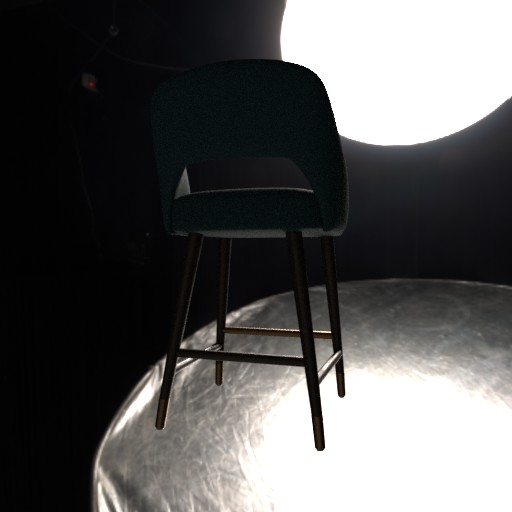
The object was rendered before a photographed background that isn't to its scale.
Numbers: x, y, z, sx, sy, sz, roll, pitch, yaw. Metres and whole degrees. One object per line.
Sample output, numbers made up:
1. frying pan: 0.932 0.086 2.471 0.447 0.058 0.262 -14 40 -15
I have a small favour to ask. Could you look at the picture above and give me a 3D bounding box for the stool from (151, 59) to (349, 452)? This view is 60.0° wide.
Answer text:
1. stool: 0.000 0.000 1.297 0.536 0.939 0.522 0 0 18
